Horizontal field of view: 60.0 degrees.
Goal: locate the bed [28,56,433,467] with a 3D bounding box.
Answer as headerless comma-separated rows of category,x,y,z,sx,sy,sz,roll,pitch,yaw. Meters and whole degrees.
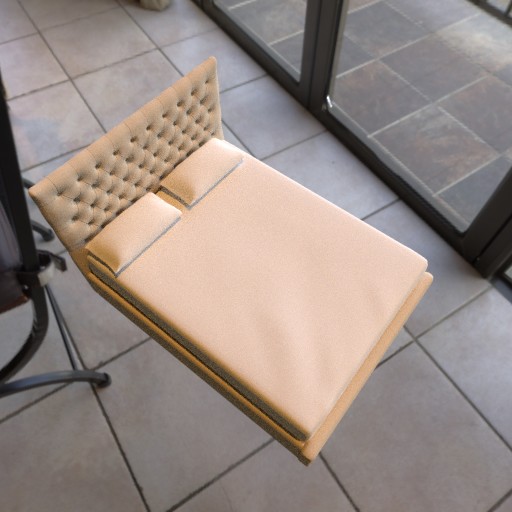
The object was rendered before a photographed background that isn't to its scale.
bed,0.000,0.000,3.242,2.233,1.426,1.696,34,64,19
